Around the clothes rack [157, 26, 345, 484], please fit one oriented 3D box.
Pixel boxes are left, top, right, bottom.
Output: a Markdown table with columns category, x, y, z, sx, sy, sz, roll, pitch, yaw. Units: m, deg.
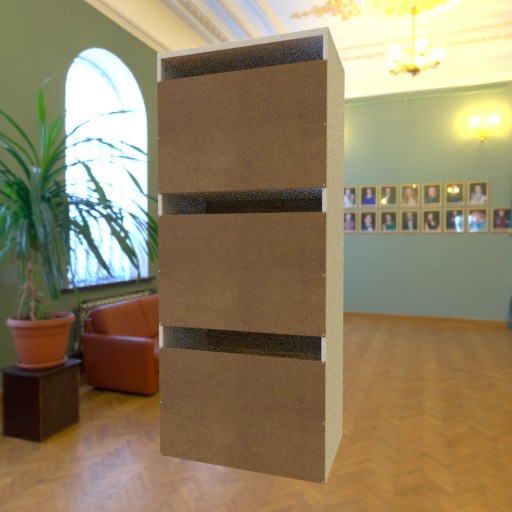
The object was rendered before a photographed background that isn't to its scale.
| category | x | y | z | sx | sy | sz | roll | pitch | yaw |
| --- | --- | --- | --- | --- | --- | --- | --- | --- | --- |
| clothes rack | 0.000 | 0.000 | 1.383 | 0.500 | 1.187 | 0.331 | 1 | 2 | 19 |
